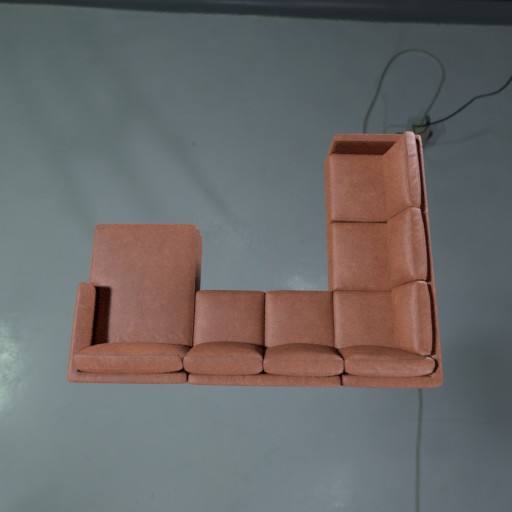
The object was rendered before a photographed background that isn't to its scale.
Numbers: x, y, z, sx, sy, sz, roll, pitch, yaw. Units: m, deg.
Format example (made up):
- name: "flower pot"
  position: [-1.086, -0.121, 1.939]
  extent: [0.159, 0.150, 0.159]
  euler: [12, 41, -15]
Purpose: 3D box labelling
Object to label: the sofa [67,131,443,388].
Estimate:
- name: "sofa"
  position: [0.000, 0.000, 4.601]
  extent: [3.460, 0.923, 2.593]
  euler: [1, 75, 0]
